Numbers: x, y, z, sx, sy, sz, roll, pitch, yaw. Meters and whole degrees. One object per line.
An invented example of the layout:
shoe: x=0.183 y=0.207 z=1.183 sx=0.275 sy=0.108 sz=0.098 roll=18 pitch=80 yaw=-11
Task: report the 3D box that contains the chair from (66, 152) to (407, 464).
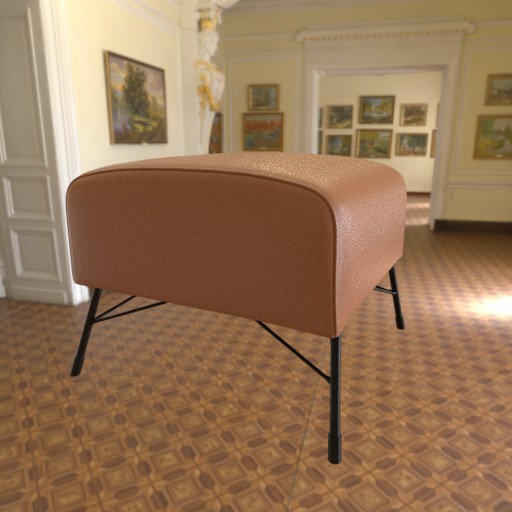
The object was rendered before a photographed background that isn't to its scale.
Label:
chair: x=0.000 y=0.000 z=0.900 sx=0.530 sy=0.410 sz=0.530 roll=7 pitch=16 yaw=27
